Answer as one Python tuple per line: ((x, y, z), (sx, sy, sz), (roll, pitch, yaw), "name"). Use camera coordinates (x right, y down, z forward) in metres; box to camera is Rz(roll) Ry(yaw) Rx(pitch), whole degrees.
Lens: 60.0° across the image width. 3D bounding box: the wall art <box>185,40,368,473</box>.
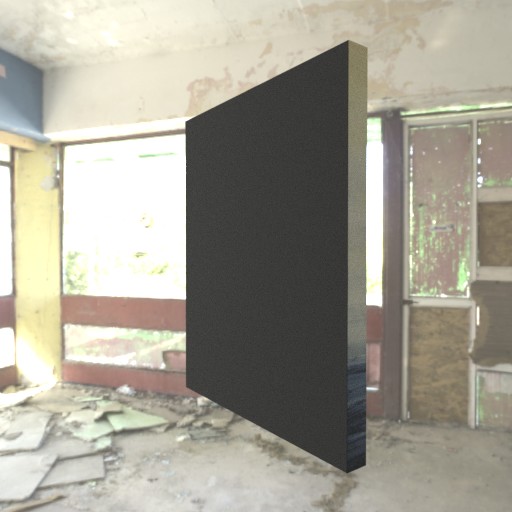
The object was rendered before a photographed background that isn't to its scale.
((0.000, 0.000, 0.830), (0.040, 0.608, 0.489), (-1, 1, -36), "wall art")
